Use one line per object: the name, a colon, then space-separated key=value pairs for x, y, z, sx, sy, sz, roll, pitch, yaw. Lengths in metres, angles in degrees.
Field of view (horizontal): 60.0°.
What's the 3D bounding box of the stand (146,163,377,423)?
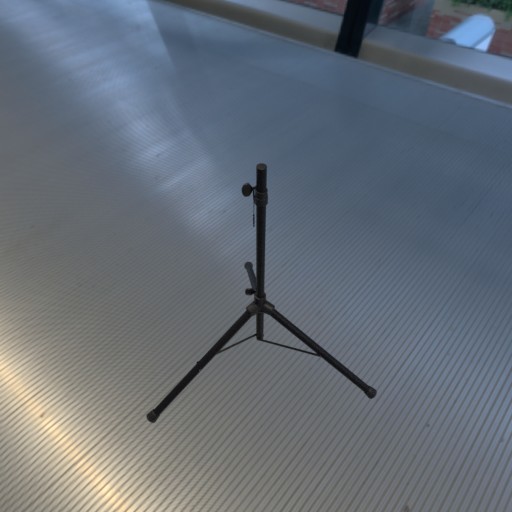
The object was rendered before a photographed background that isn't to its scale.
stand: x=0.000 y=0.000 z=1.888 sx=1.045 sy=1.136 sz=0.907 roll=-4 pitch=47 yaw=-3
